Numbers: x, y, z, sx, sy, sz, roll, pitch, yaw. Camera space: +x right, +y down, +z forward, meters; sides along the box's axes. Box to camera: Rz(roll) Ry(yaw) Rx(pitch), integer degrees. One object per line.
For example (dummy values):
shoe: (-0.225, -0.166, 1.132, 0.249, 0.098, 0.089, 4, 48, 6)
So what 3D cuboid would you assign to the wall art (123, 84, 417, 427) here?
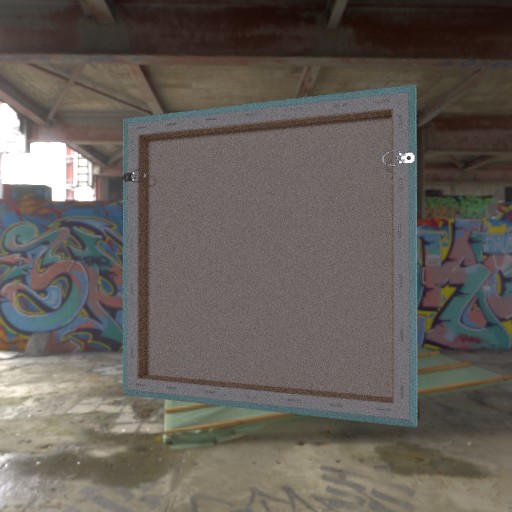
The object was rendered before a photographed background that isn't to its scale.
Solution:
wall art: (0.000, 0.000, 1.571, 1.071, 1.073, 0.070, 0, -1, 18)
